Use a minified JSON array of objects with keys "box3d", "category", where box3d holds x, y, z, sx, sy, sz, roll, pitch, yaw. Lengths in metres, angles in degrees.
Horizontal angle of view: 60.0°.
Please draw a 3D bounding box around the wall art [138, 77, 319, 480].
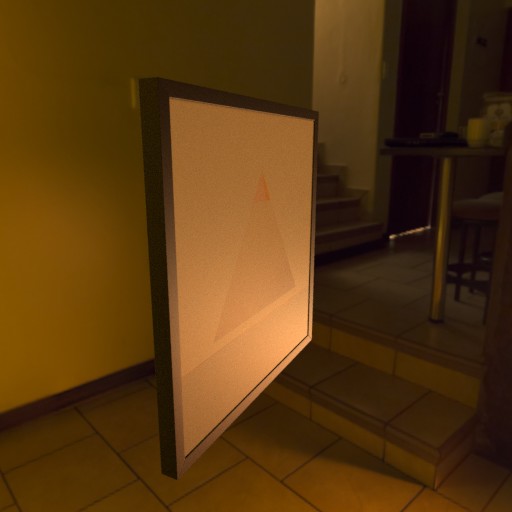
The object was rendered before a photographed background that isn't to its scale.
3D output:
[{"box3d":[0.000,0.000,0.766,0.028,0.511,0.513,7,15,27],"category":"wall art"}]
